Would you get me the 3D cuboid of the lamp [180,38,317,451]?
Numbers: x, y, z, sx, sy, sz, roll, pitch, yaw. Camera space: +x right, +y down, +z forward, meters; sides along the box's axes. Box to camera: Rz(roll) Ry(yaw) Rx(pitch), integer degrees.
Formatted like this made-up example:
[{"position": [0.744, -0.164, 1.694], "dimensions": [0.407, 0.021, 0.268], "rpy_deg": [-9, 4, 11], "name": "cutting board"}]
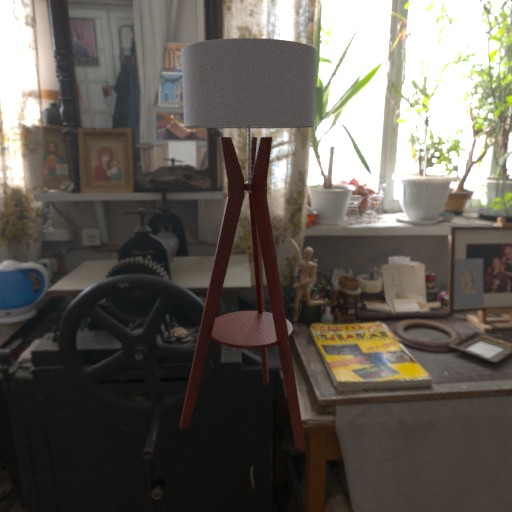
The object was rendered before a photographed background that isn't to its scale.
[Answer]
[{"position": [0.000, 0.000, 1.729], "dimensions": [0.539, 1.472, 0.542], "rpy_deg": [-14, 21, -43], "name": "lamp"}]
